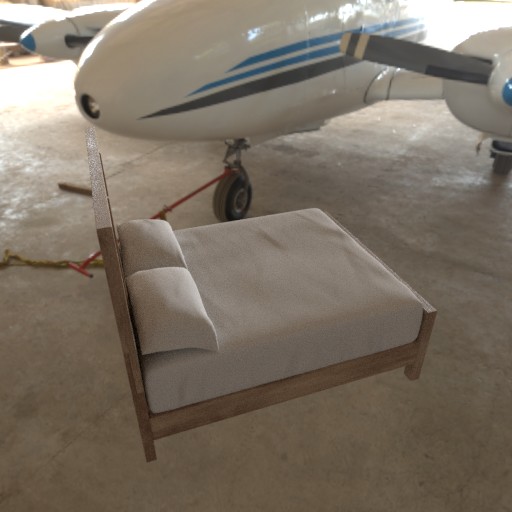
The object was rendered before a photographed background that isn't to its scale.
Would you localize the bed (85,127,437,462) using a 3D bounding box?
[{"bbox_3d":[0.000,0.000,3.229,2.017,1.631,1.615,-11,33,-17],"label":"bed"}]
